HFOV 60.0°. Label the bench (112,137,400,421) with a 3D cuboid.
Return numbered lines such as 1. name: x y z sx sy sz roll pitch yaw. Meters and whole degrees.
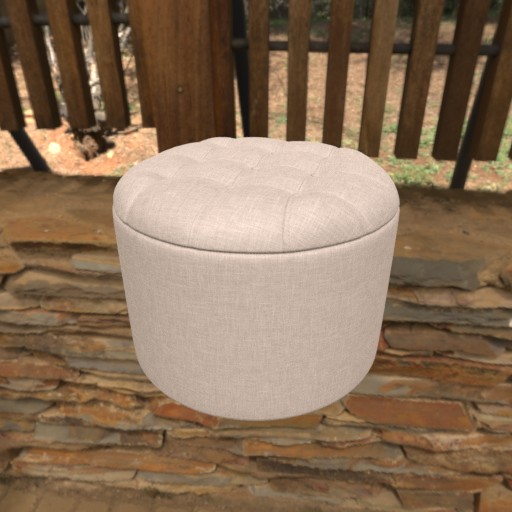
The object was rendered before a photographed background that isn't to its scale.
1. bench: 0.000 0.000 1.028 0.600 0.453 0.600 0 28 0
